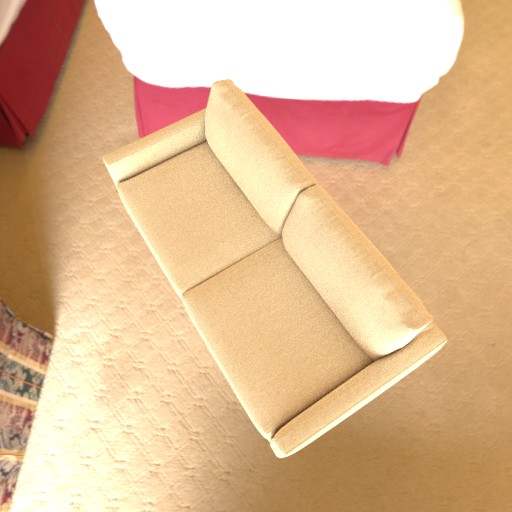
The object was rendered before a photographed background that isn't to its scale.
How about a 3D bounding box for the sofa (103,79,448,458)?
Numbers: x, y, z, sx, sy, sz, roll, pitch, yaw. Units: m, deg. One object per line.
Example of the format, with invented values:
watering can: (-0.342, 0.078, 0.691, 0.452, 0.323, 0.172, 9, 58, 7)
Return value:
sofa: (0.000, 0.000, 2.148, 0.839, 0.812, 1.651, -30, 68, -14)
